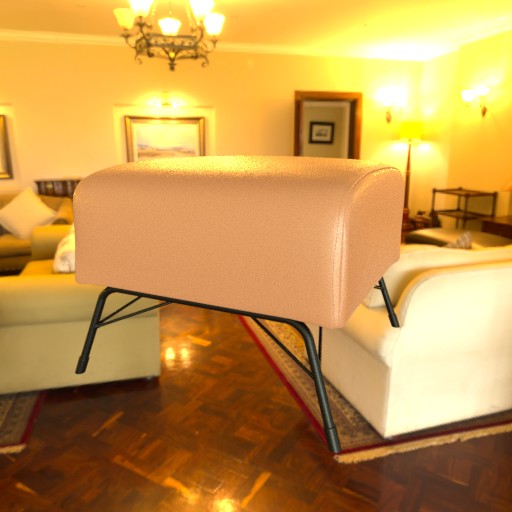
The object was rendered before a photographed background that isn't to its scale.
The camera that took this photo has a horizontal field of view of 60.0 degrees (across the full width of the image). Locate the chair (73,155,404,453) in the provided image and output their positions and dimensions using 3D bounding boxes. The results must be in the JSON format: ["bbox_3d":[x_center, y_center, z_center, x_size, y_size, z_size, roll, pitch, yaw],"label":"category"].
[{"bbox_3d":[0.000,0.000,0.928,0.530,0.410,0.530,7,15,26],"label":"chair"}]
